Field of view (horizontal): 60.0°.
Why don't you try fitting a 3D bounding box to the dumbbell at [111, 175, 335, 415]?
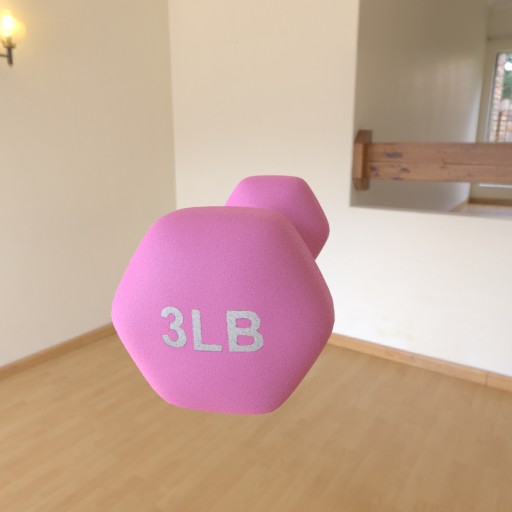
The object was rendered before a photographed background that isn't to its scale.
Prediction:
[{"bbox_3d":[0.000,0.000,0.187,0.064,0.058,0.159,2,15,9],"label":"dumbbell"}]
